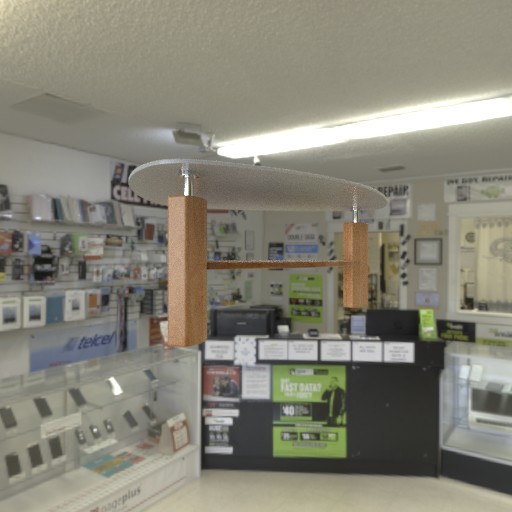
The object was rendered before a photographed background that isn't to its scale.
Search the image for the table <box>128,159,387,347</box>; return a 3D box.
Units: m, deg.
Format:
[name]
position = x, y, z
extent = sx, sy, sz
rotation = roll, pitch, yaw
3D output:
[table]
position = 0.000, 0.000, 1.634
extent = 0.850, 0.440, 1.250
rotation = 0, 0, 37
